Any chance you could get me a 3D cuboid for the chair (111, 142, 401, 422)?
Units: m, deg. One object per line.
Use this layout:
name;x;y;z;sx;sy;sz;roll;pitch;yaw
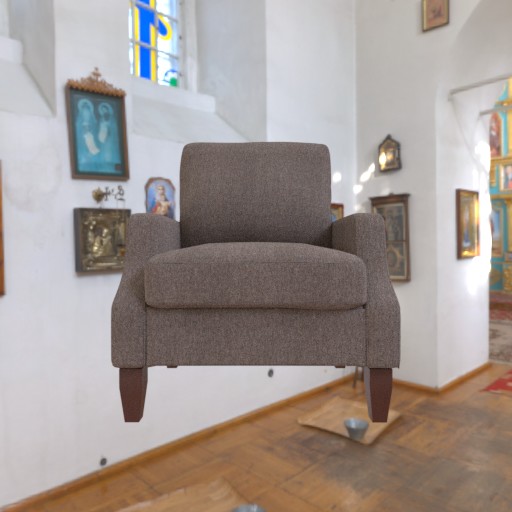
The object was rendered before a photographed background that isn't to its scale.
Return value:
chair;0.000;0.000;1.697;0.855;0.993;0.897;0;0;0
